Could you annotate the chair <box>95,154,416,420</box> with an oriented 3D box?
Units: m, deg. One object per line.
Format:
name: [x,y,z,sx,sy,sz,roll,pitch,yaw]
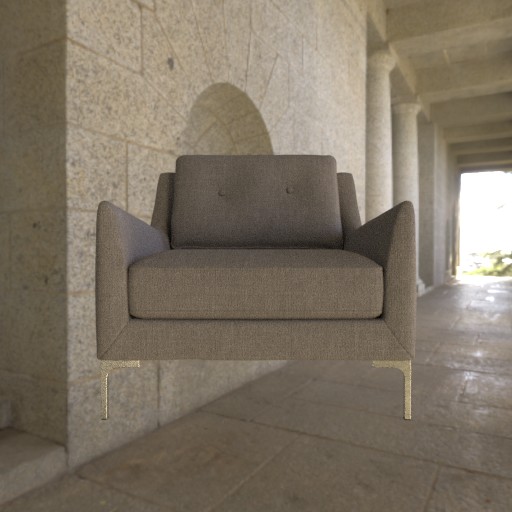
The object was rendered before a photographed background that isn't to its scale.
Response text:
chair: [0.000,0.000,1.533,0.847,0.828,0.849,0,1,0]
